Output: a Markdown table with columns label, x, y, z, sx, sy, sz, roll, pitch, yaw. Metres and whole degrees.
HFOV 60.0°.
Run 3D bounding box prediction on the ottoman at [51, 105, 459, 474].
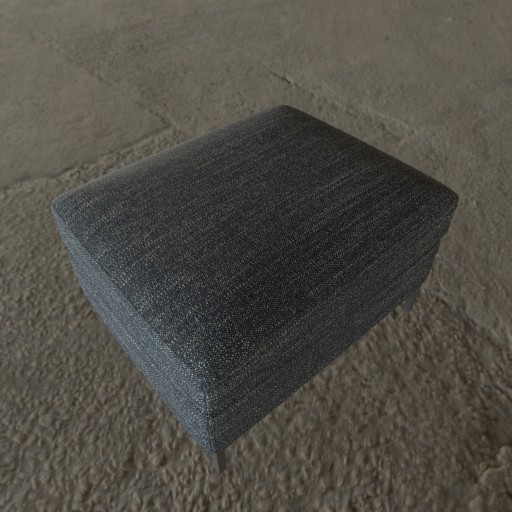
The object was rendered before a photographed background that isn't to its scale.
| label | x | y | z | sx | sy | sz | roll | pitch | yaw |
| --- | --- | --- | --- | --- | --- | --- | --- | --- | --- |
| ottoman | 0.000 | 0.000 | 1.217 | 0.814 | 0.491 | 0.667 | -31 | 53 | -27 |
